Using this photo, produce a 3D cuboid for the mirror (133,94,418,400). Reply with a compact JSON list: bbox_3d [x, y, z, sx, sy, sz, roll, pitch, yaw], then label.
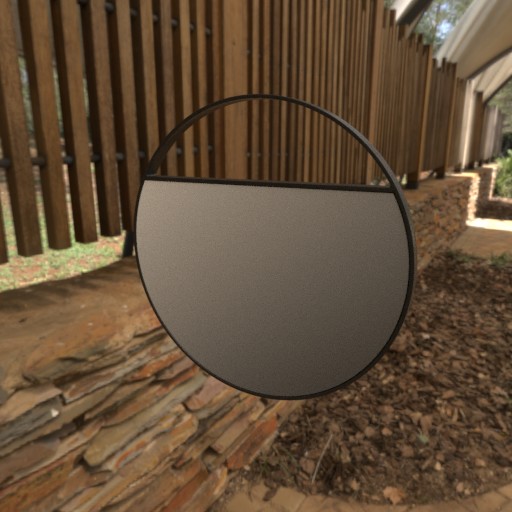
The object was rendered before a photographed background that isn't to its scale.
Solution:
[{"bbox_3d":[0.000,0.000,0.824,0.565,0.565,0.032,7,16,26],"label":"mirror"}]
